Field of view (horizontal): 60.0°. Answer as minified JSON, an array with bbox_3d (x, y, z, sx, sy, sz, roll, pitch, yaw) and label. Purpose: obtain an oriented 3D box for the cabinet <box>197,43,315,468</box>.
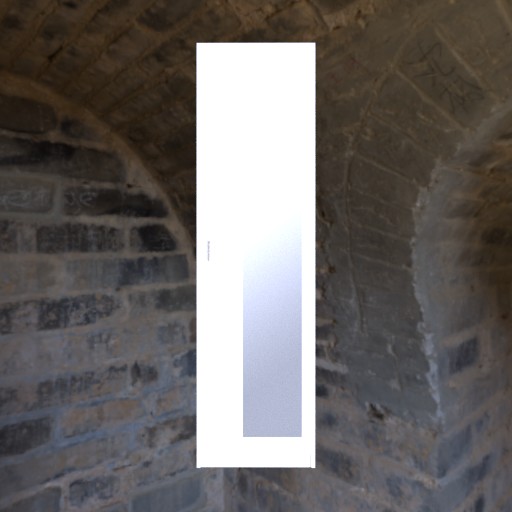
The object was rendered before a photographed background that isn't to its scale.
[{"bbox_3d":[0.000,0.000,1.961,0.500,1.790,0.230,0,0,0],"label":"cabinet"}]
